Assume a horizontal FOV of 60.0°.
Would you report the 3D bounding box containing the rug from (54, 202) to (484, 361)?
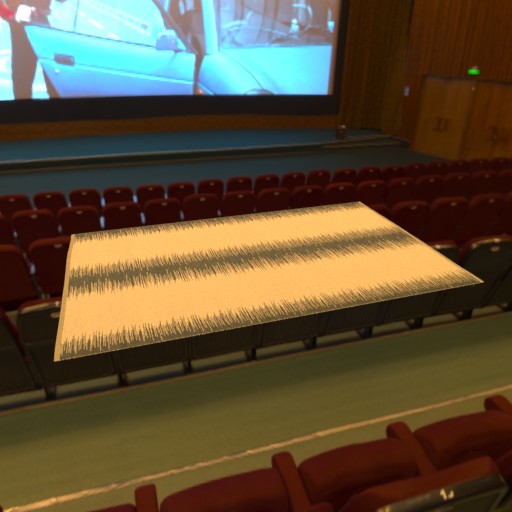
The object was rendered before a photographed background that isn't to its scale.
[{"bbox_3d":[0.000,0.000,3.023,2.453,0.003,1.519,-8,28,-16],"label":"rug"}]
